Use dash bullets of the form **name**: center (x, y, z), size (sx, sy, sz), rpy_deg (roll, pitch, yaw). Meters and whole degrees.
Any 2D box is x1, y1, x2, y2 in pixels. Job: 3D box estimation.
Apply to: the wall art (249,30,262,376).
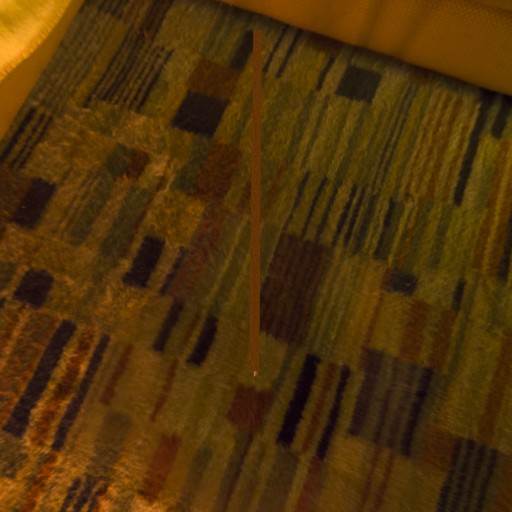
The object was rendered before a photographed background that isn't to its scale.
- **wall art**: center (0.000, 0.000, 1.951), size (0.025, 1.521, 1.011), rpy_deg (1, 74, 0)
